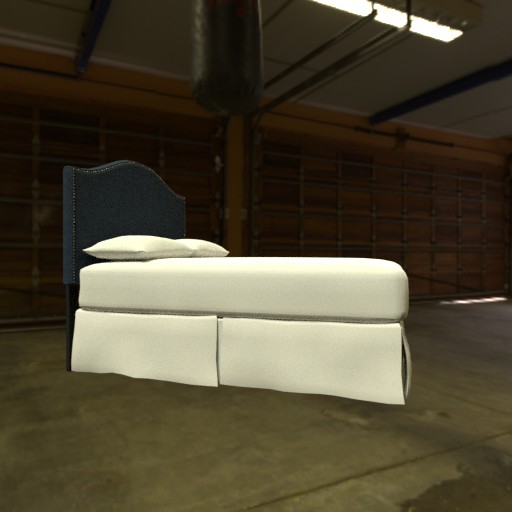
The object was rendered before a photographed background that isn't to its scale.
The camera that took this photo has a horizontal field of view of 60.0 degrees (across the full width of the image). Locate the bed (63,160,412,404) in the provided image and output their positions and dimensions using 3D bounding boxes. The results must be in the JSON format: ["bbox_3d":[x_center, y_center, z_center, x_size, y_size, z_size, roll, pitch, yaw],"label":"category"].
[{"bbox_3d":[0.000,0.000,3.299,2.153,1.518,1.713,0,0,17],"label":"bed"}]
